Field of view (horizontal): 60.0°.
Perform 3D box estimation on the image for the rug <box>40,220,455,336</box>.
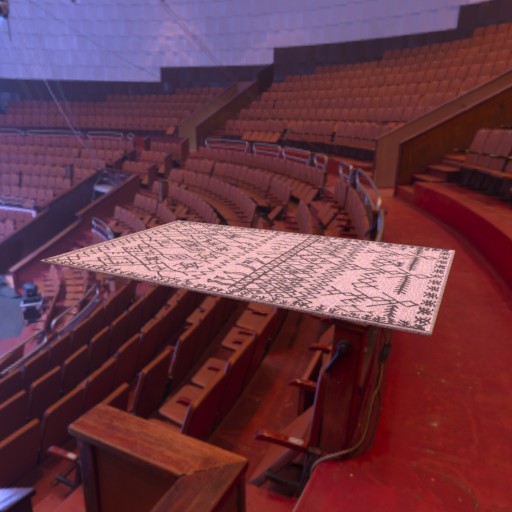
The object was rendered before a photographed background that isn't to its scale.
[{"bbox_3d":[0.000,0.000,3.067,2.444,0.012,1.526,8,18,26],"label":"rug"}]
